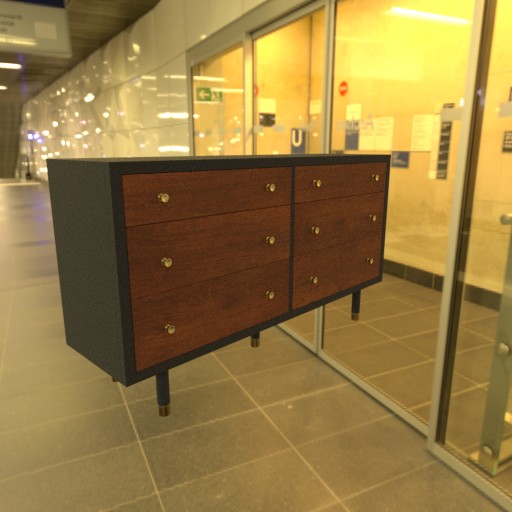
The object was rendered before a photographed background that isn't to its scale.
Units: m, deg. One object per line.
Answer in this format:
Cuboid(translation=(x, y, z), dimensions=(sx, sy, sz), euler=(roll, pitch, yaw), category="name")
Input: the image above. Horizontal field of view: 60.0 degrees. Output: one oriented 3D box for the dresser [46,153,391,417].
Cuboid(translation=(0.000, 0.000, 1.986), dimensions=(0.463, 0.872, 1.558), euler=(13, 19, 43), category="dresser")
